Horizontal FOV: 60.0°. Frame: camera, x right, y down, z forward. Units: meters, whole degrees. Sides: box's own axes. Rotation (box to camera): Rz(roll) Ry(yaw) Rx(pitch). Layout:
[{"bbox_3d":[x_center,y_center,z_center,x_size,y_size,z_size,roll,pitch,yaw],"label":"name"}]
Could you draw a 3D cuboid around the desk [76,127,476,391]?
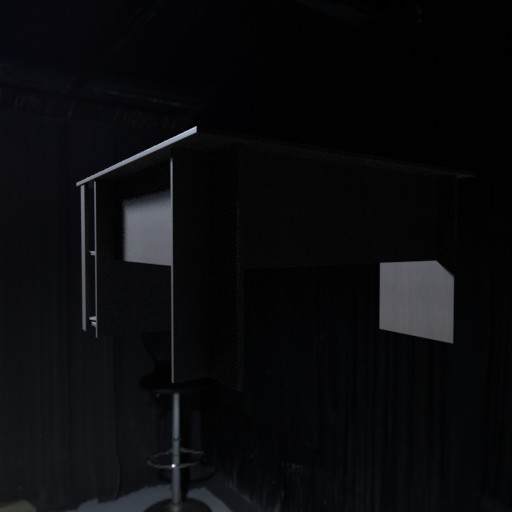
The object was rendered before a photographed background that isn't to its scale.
[{"bbox_3d":[0.000,0.000,2.061,1.303,0.716,1.361,-1,2,-35],"label":"desk"}]
